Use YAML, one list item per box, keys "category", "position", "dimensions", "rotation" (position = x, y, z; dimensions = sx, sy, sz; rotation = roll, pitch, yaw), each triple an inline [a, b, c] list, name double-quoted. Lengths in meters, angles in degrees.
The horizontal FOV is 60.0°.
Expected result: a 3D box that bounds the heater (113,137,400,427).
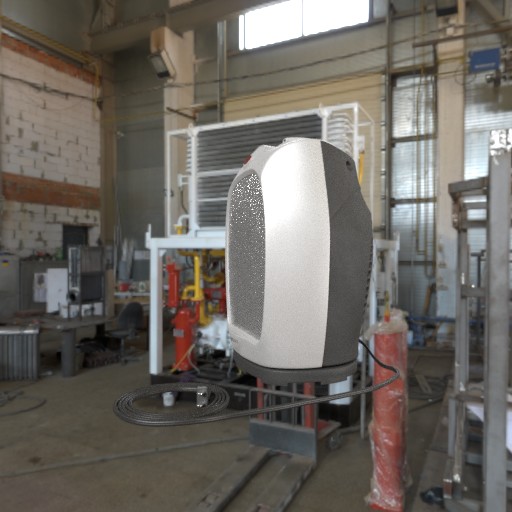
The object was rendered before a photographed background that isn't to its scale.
- category: "heater"
  position: [0.000, 0.000, 0.472]
  dimensions: [0.291, 0.255, 0.239]
  rotation: [0, 1, -18]
